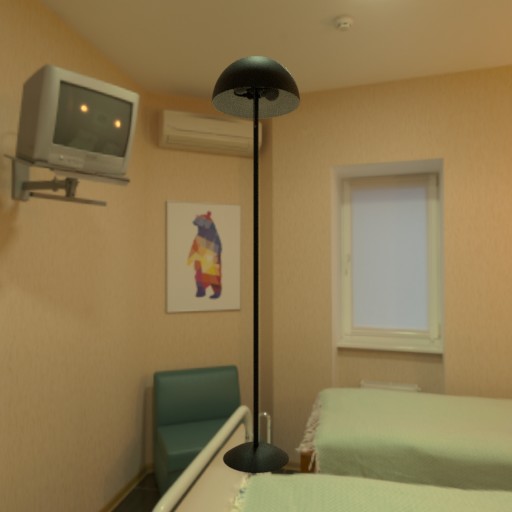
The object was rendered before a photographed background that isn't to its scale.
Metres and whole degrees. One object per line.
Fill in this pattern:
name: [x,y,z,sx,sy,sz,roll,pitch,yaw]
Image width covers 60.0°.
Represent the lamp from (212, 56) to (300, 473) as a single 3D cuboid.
lamp: [0.000,0.000,1.641,0.328,1.480,0.328,0,-1,-17]
